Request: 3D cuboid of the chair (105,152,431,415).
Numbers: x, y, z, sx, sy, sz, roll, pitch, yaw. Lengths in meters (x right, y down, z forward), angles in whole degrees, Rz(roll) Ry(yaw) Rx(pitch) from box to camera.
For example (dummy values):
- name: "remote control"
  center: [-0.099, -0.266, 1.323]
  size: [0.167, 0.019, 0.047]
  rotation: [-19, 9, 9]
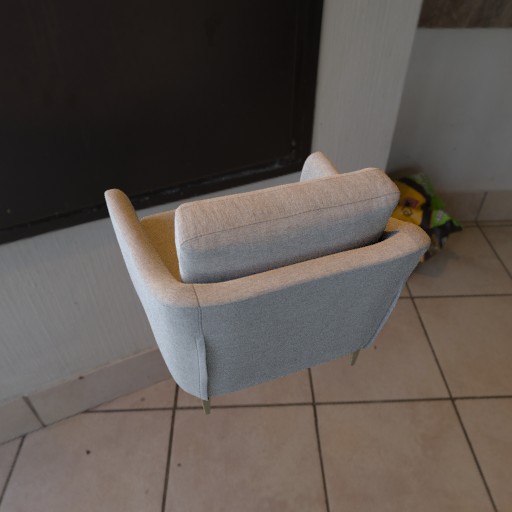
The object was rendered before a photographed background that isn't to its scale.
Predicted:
- name: "chair"
  center: [0.000, 0.000, 1.703]
  size: [0.986, 0.902, 0.961]
  rotation: [-14, 43, -15]
